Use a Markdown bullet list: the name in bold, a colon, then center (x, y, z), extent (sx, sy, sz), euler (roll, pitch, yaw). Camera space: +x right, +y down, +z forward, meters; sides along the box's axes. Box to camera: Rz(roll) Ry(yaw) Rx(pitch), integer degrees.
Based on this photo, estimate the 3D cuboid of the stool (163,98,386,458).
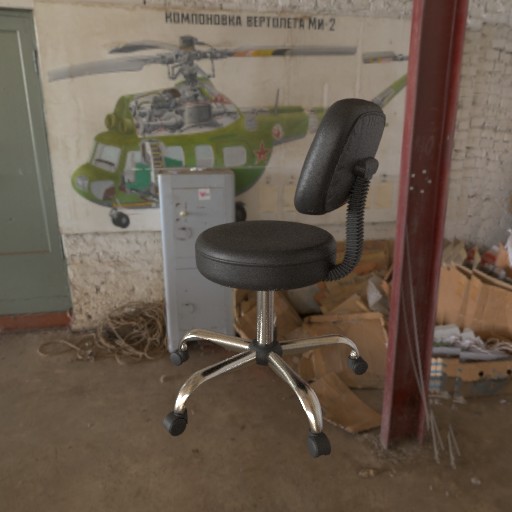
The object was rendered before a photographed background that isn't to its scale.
- **stool**: center (0.000, 0.000, 1.306), extent (0.648, 0.862, 0.673), euler (8, 19, 25)
